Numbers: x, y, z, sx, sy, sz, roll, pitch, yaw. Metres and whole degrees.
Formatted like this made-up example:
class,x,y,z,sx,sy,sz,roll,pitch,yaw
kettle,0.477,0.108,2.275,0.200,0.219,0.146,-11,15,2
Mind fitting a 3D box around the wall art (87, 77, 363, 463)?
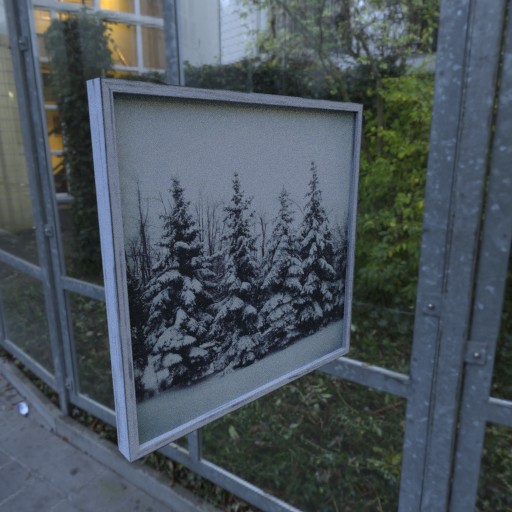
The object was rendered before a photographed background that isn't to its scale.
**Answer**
class,x,y,z,sx,sy,sz,roll,pitch,yaw
wall art,0.000,0.000,0.736,0.506,0.506,0.038,-13,19,-41
